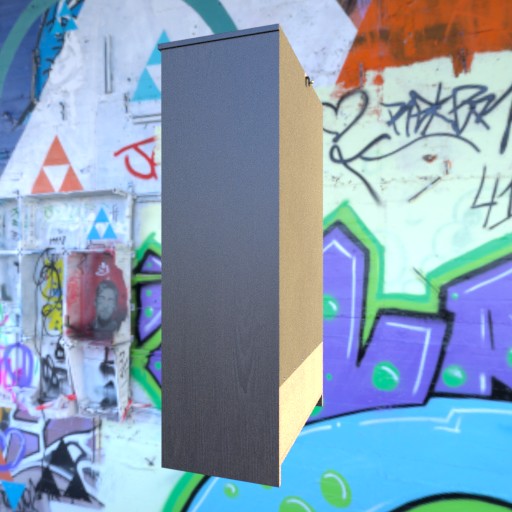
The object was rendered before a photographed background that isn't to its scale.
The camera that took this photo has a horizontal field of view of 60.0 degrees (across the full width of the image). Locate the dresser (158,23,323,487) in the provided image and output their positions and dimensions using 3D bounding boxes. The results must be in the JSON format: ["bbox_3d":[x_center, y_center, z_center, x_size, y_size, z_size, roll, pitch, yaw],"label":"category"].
[{"bbox_3d":[0.000,0.000,1.584,0.418,1.254,0.704,0,0,18],"label":"dresser"}]
